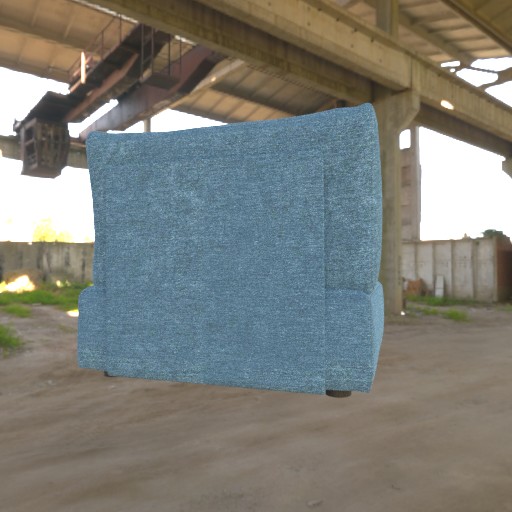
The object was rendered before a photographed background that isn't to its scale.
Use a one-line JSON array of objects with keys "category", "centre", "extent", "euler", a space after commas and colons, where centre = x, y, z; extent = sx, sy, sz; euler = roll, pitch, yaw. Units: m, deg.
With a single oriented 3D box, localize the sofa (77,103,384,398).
[{"category": "sofa", "centre": [0.000, 0.000, 1.781], "extent": [1.000, 0.820, 1.000], "euler": [0, -1, 18]}]
